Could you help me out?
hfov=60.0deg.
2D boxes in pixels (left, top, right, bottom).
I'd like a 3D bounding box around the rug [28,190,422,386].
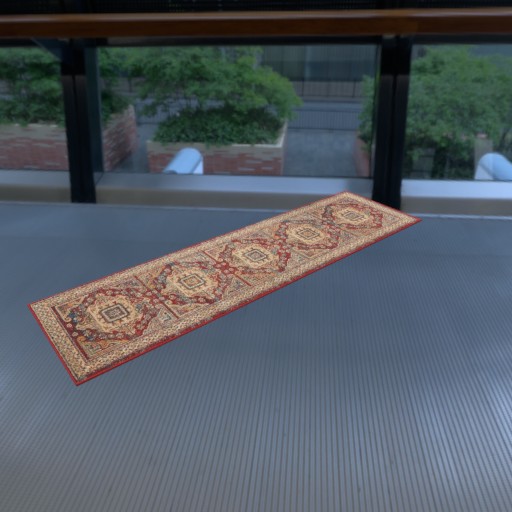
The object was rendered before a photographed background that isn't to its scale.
[{"bbox_3d":[0.000,0.000,2.527,2.292,0.015,0.659,-22,37,-33],"label":"rug"}]
